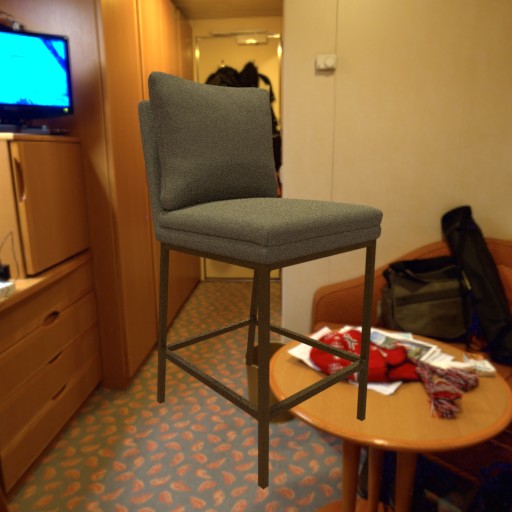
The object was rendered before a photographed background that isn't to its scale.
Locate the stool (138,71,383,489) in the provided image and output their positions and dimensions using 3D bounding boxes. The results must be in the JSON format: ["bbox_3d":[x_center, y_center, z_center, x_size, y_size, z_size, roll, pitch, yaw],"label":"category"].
[{"bbox_3d":[0.000,0.000,1.325,0.463,1.031,0.569,-12,18,-41],"label":"stool"}]
